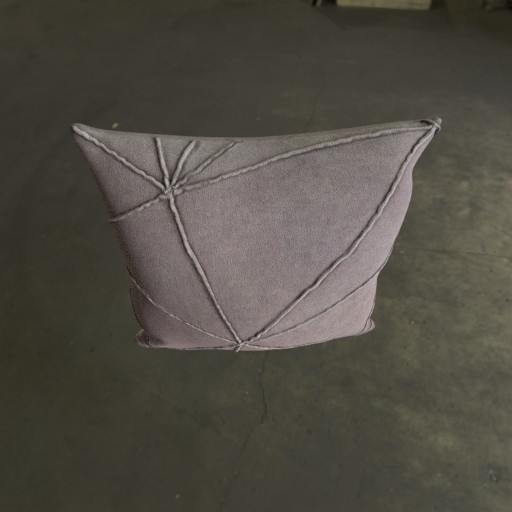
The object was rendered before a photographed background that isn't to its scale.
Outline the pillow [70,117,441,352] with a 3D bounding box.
[{"bbox_3d":[0.000,0.000,0.658,0.439,0.440,0.185,-3,45,-3],"label":"pillow"}]
